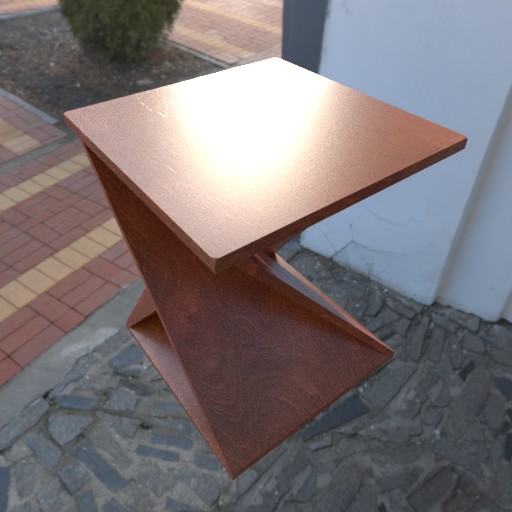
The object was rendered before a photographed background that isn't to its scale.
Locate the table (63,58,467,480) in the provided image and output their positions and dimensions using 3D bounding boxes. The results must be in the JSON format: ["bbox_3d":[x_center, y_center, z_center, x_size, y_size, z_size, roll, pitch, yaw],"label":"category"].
[{"bbox_3d":[0.000,0.000,0.826,0.427,0.520,0.427,-27,48,-27],"label":"table"}]
